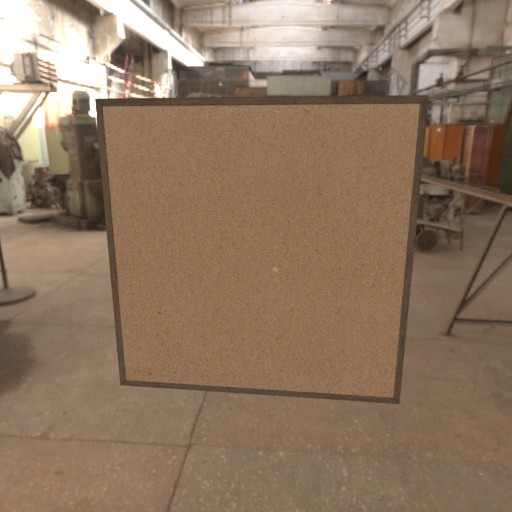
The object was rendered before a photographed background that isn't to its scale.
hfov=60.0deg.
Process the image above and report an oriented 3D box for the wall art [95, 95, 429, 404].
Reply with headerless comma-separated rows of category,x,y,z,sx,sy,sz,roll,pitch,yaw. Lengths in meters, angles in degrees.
wall art,0.000,0.000,0.754,0.508,0.508,0.038,2,15,7
